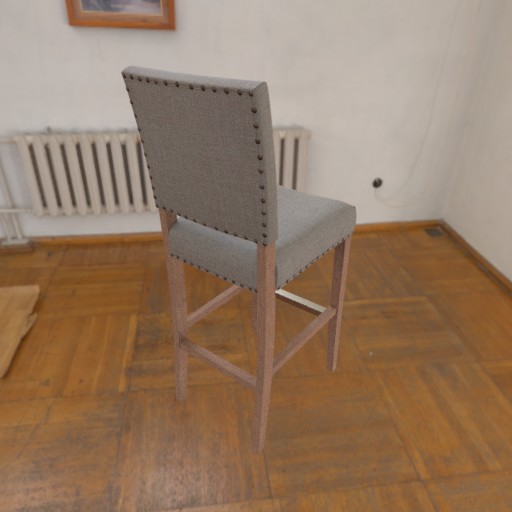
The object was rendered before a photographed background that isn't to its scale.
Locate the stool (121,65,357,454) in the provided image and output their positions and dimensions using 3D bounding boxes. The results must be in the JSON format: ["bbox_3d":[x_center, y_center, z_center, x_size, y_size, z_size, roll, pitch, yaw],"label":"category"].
[{"bbox_3d":[0.000,0.000,1.493,0.445,1.203,0.585,21,36,32],"label":"stool"}]
